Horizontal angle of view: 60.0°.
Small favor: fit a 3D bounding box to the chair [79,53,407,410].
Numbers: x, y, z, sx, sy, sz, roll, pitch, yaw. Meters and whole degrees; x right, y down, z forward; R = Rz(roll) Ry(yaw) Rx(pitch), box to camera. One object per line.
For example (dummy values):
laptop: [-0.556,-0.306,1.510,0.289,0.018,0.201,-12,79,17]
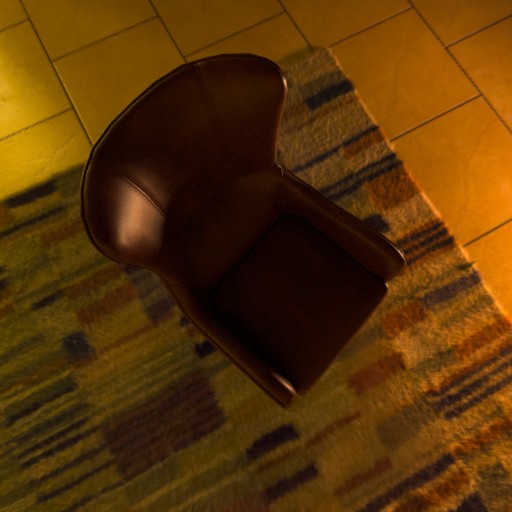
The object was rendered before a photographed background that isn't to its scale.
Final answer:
chair: [0.000,0.000,1.597,0.914,1.048,0.692,40,79,10]
